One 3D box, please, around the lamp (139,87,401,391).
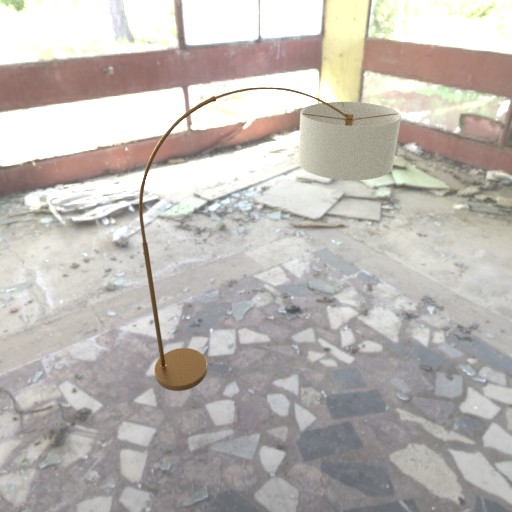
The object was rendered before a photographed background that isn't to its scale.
[{"bbox_3d":[0.000,0.000,2.658,1.434,1.927,0.493,0,32,0],"label":"lamp"}]
